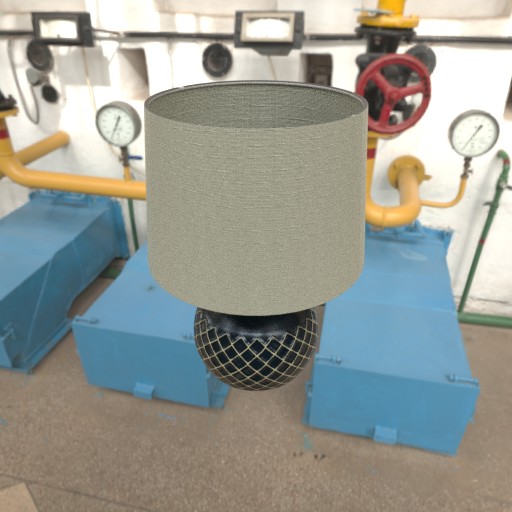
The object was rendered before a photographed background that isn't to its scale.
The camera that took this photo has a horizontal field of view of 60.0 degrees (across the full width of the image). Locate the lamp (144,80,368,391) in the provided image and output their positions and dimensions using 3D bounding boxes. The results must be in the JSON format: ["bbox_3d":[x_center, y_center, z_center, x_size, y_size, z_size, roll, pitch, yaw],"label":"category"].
[{"bbox_3d":[0.000,0.000,0.794,0.376,0.540,0.376,0,31,0],"label":"lamp"}]
